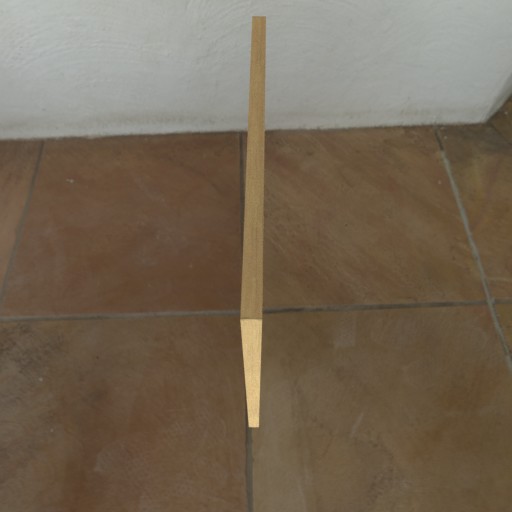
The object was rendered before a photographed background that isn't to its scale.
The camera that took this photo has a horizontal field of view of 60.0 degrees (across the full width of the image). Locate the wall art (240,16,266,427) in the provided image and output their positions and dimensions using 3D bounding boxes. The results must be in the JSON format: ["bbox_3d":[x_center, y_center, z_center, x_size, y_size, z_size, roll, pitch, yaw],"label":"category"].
[{"bbox_3d":[0.000,0.000,0.755,0.020,0.561,0.460,1,60,1],"label":"wall art"}]
